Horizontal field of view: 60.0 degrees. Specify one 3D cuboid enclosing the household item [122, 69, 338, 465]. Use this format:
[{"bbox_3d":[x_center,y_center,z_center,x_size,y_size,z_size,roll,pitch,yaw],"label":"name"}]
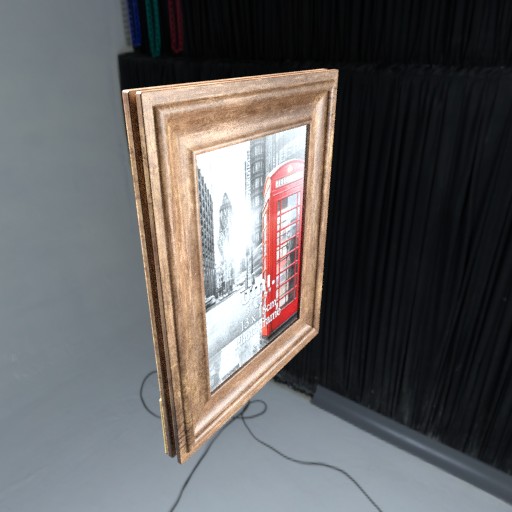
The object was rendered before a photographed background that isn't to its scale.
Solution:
[{"bbox_3d":[0.000,0.000,0.316,0.018,0.237,0.186,18,32,32],"label":"household item"}]
